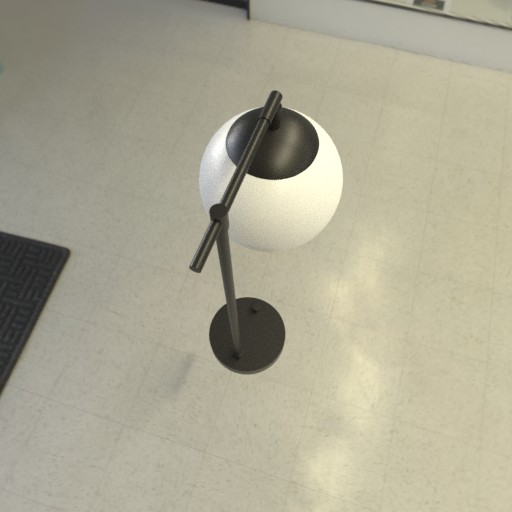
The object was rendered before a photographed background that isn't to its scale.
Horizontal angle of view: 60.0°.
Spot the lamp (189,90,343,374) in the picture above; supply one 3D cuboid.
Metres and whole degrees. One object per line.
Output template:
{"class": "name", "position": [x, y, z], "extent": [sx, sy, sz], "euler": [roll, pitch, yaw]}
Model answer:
{"class": "lamp", "position": [0.000, 0.000, 0.697], "extent": [0.197, 0.559, 0.316], "euler": [18, 65, 9]}
